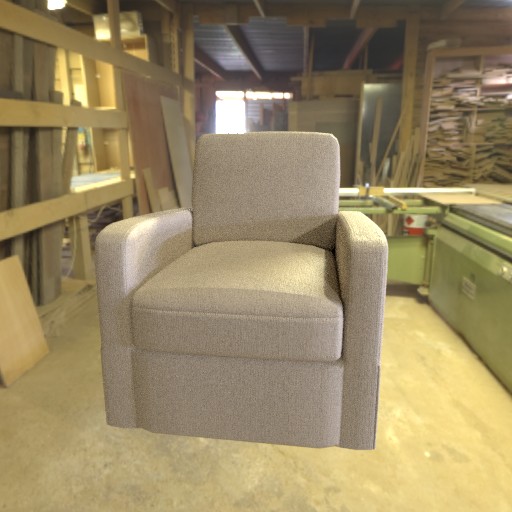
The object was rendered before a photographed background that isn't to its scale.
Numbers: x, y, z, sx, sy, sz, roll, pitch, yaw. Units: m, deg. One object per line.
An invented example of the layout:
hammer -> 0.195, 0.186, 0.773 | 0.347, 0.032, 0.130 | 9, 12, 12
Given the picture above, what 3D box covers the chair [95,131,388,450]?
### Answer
chair -> 0.000, 0.000, 1.503 | 0.755, 0.827, 0.888 | 2, 14, 8
